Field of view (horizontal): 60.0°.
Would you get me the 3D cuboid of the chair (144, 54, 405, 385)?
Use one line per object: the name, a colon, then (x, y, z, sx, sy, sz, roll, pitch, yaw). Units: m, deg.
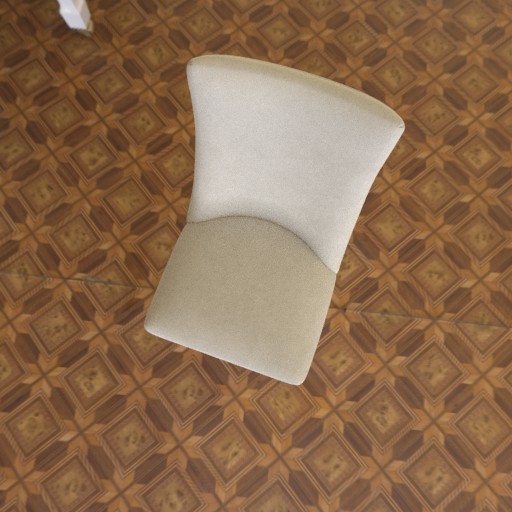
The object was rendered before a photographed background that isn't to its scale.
chair: (0.000, 0.000, 1.280, 0.495, 0.902, 0.610, 19, 75, 5)
